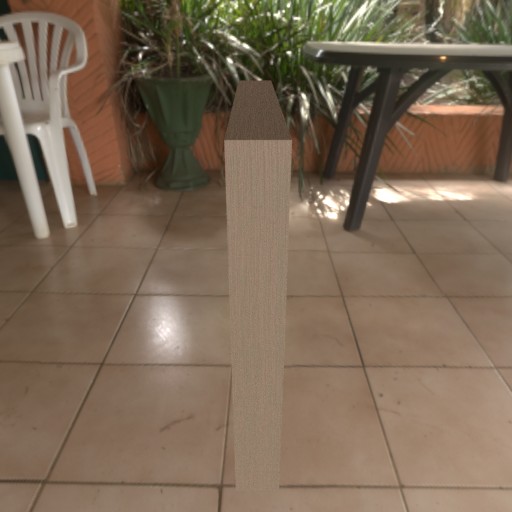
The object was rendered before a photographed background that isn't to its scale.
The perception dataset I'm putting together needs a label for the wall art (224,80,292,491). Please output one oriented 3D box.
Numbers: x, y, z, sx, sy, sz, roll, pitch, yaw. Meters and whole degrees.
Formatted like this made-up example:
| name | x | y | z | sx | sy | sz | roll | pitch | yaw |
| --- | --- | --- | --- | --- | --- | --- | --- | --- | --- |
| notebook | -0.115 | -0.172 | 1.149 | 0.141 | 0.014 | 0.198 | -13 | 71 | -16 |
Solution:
| name | x | y | z | sx | sy | sz | roll | pitch | yaw |
| --- | --- | --- | --- | --- | --- | --- | --- | --- | --- |
| wall art | 0.000 | 0.000 | 0.452 | 0.038 | 0.303 | 0.304 | 0 | 27 | 0 |
